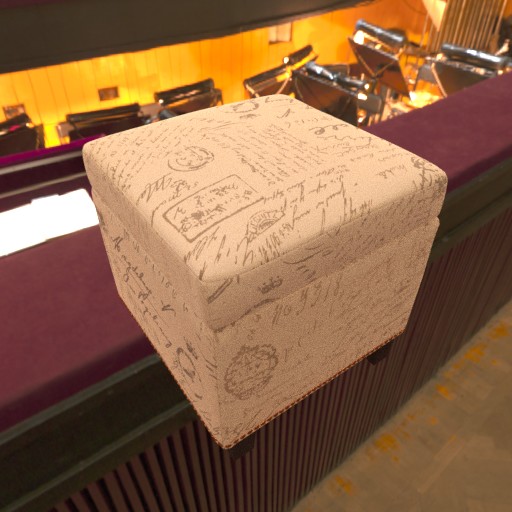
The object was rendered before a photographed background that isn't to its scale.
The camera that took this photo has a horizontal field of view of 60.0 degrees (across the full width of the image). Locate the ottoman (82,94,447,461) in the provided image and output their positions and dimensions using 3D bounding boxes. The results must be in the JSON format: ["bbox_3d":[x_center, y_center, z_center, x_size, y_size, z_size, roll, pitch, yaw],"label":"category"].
[{"bbox_3d":[0.000,0.000,0.847,0.449,0.457,0.450,-24,45,-27],"label":"ottoman"}]
